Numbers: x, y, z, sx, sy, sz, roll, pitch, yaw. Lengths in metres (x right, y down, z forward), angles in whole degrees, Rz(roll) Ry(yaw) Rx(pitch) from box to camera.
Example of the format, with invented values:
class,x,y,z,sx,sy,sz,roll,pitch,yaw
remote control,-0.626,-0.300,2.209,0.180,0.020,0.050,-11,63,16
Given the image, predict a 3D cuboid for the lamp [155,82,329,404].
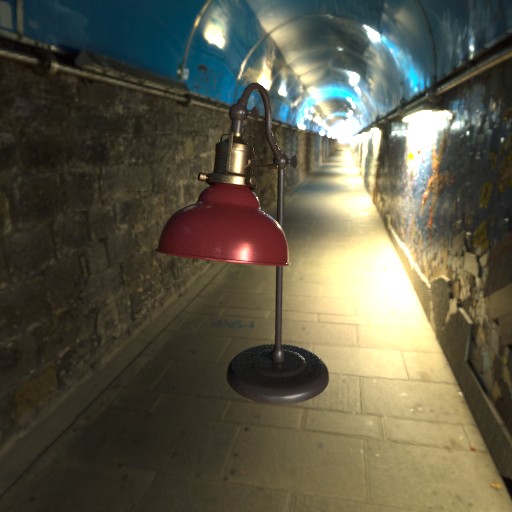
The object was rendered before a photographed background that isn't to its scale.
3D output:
class,x,y,z,sx,sy,sz,roll,pitch,yaw
lamp,0.000,0.000,0.692,0.192,0.508,0.374,7,17,26
